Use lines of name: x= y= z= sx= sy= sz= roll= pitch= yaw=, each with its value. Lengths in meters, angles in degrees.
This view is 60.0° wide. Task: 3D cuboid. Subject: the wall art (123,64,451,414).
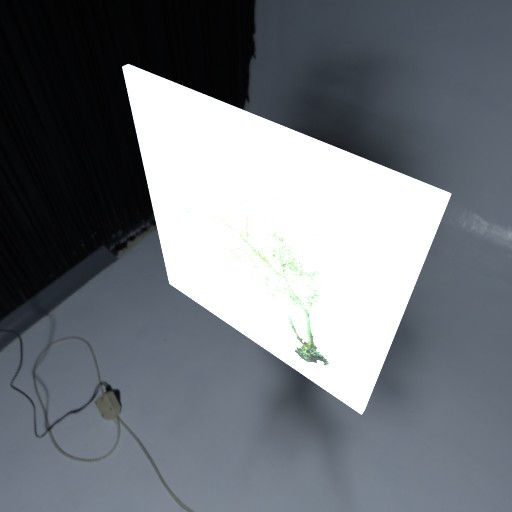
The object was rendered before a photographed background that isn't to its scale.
wall art: x=0.000 y=0.000 z=0.864 sx=0.584 sy=0.584 sz=0.013 roll=30 pitch=53 yaw=25
